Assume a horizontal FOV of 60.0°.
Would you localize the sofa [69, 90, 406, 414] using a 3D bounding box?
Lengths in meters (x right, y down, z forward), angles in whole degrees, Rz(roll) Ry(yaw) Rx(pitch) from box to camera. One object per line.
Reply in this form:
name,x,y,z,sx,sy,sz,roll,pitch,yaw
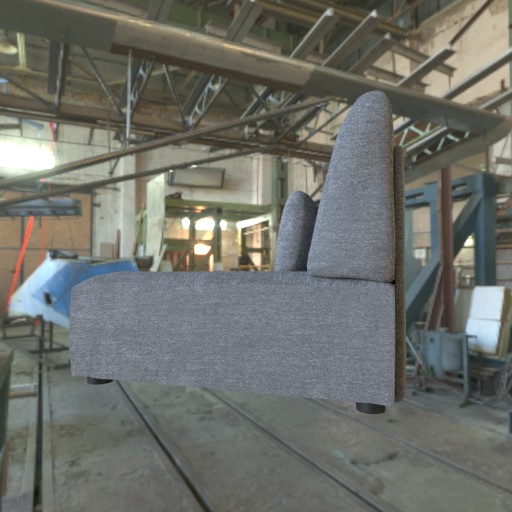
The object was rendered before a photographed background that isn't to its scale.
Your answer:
sofa,0.000,0.000,1.567,1.000,0.820,0.700,-1,-2,19
